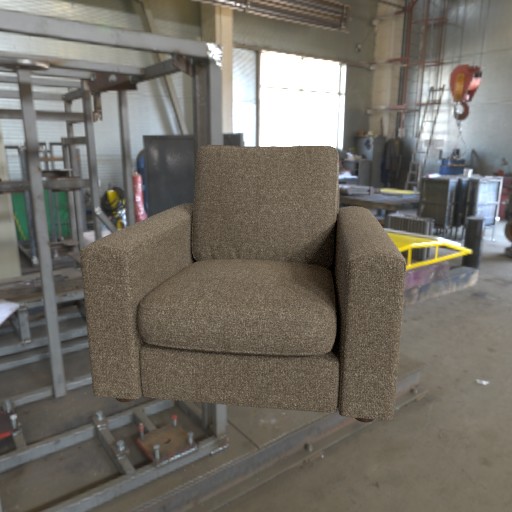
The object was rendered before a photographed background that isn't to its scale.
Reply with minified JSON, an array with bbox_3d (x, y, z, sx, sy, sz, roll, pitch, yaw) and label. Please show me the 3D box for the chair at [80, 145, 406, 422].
[{"bbox_3d":[0.000,0.000,1.797,1.005,0.873,1.016,2,14,8],"label":"chair"}]
